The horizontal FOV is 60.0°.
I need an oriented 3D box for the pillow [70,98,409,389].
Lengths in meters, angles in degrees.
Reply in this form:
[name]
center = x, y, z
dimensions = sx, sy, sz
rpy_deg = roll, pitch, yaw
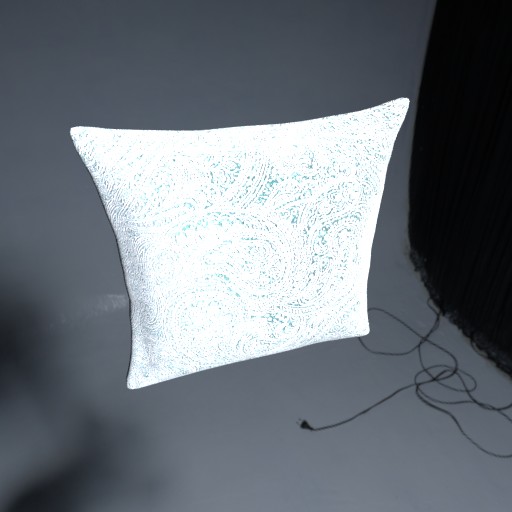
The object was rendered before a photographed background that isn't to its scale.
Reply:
[pillow]
center = 0.000, 0.000, 0.791
dimensions = 0.526, 0.507, 0.166
rpy_deg = -10, 34, -15
